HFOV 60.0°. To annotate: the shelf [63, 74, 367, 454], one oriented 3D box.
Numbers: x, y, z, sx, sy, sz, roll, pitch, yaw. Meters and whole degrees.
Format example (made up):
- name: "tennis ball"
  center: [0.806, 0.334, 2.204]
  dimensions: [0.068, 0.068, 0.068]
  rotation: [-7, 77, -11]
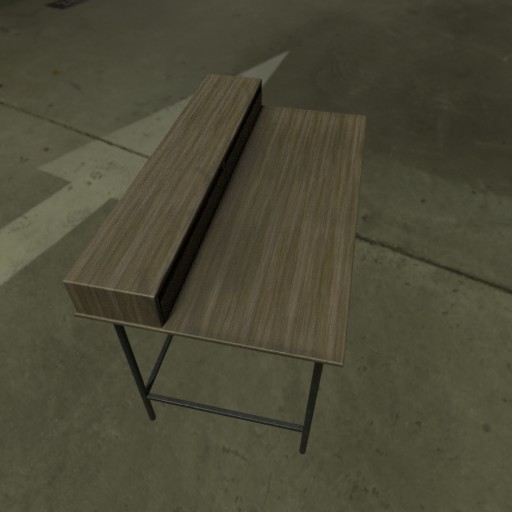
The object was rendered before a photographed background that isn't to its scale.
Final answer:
- name: "shelf"
  center: [0.000, 0.000, 1.716]
  dimensions: [0.685, 0.865, 1.212]
  rotation: [9, 46, 9]
